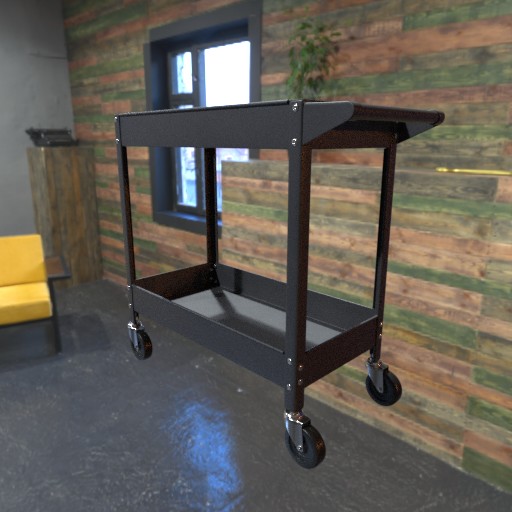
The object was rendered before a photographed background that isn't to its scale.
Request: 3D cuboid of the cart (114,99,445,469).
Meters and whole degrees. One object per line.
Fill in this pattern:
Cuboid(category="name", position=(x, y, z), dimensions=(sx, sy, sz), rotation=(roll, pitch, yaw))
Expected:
Cuboid(category="cart", position=(0.000, 0.000, 1.152), dimensions=(0.366, 0.719, 0.779), rotation=(-14, 20, -43))
